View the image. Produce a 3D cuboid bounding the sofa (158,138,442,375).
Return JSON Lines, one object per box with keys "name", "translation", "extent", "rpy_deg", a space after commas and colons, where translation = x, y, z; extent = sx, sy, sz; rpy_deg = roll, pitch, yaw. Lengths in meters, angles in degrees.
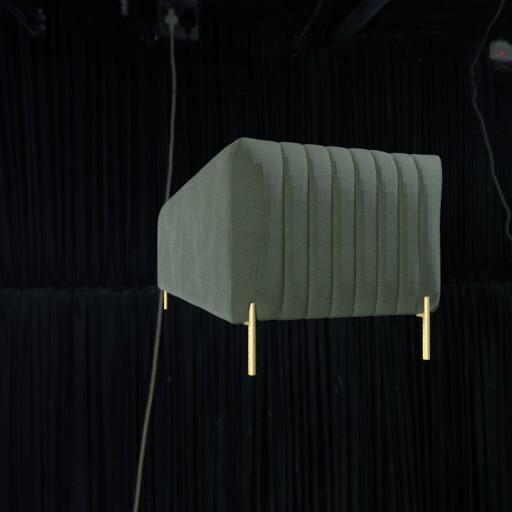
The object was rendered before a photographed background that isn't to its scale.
{"name": "sofa", "translation": [0.000, 0.000, 2.549], "extent": [0.896, 0.793, 2.137], "rpy_deg": [0, -1, -19]}
